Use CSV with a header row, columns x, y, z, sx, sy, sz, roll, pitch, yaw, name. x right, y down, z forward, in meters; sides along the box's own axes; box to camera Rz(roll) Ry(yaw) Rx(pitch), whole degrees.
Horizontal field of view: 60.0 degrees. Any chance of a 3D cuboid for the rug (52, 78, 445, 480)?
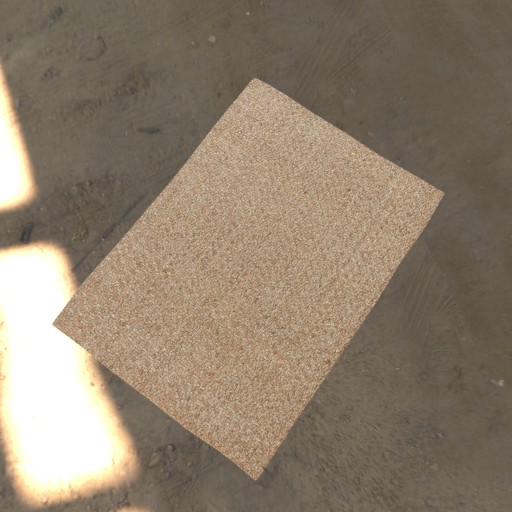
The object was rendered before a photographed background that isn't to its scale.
x,y,z,sx,sy,sz,roll,pitch,yaw,name
0.000,0.000,2.807,1.566,0.013,2.141,34,78,8,rug
